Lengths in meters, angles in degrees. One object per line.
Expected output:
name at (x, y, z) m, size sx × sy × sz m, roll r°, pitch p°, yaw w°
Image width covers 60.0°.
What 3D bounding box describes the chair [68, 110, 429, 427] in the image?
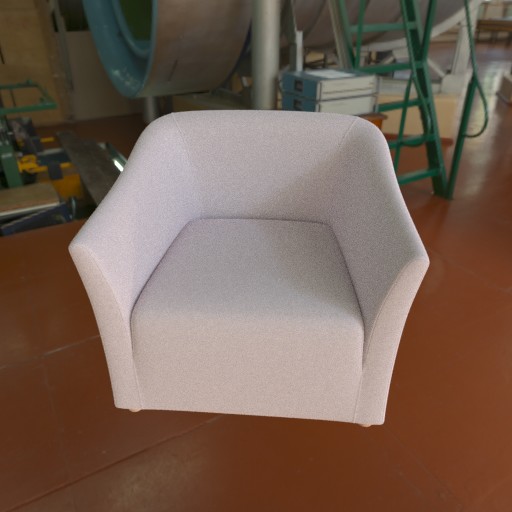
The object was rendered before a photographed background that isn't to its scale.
chair at (0.000, 0.000, 1.351) m, size 0.790 × 0.720 × 0.700 m, roll 2°, pitch 31°, yaw 4°
